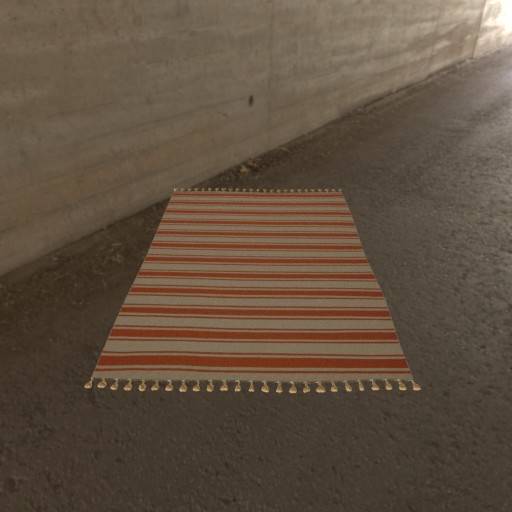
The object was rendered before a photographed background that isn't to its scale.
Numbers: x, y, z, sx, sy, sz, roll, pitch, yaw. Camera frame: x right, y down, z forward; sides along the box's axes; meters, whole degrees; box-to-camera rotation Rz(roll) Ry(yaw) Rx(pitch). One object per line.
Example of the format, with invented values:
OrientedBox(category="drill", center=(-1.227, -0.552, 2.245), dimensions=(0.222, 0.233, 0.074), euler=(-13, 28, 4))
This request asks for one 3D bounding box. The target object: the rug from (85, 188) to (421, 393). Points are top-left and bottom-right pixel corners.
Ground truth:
OrientedBox(category="rug", center=(0.000, 0.000, 3.074), dimensions=(1.556, 0.022, 2.433), euler=(0, 31, 1))
